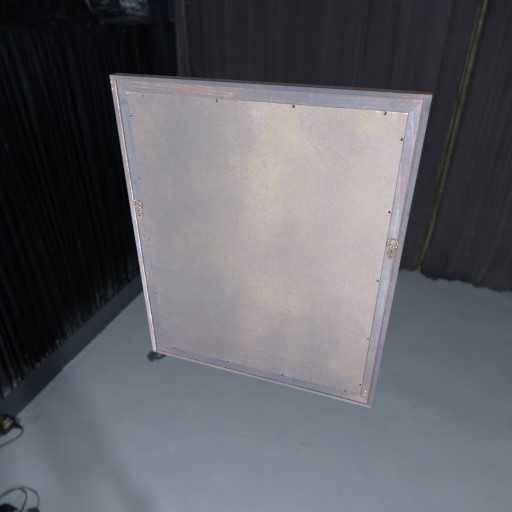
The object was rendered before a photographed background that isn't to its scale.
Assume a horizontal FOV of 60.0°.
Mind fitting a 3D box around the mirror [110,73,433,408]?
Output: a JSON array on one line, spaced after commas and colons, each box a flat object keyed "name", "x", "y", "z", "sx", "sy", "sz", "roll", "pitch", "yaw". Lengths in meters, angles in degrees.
[{"name": "mirror", "x": 0.000, "y": 0.000, "z": 1.195, "sx": 0.730, "sy": 0.882, "sz": 0.032, "roll": 10, "pitch": 32, "yaw": 16}]
